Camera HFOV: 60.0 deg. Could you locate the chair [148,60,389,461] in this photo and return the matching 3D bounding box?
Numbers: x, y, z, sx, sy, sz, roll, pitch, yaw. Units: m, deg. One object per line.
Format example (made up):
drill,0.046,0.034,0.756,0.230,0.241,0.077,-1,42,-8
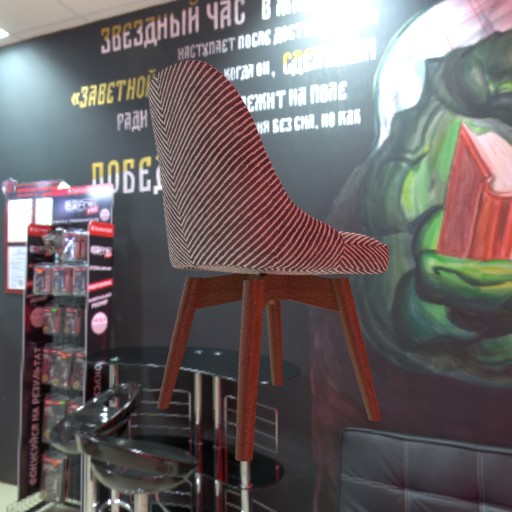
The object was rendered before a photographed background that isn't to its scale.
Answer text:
chair,0.000,0.000,1.237,0.591,0.883,0.504,1,-2,-35
